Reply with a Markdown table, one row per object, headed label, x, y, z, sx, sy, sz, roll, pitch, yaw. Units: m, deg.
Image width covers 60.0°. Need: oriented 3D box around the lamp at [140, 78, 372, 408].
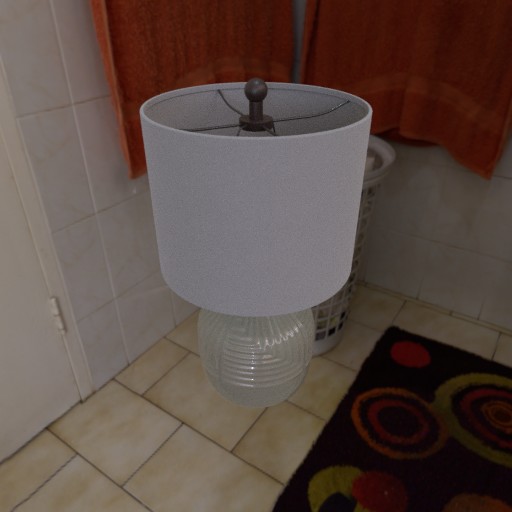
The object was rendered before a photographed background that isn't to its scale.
| label | x | y | z | sx | sy | sz | roll | pitch | yaw |
| --- | --- | --- | --- | --- | --- | --- | --- | --- | --- |
| lamp | 0.000 | 0.000 | 0.750 | 0.318 | 0.567 | 0.318 | 0 | 32 | 0 |
